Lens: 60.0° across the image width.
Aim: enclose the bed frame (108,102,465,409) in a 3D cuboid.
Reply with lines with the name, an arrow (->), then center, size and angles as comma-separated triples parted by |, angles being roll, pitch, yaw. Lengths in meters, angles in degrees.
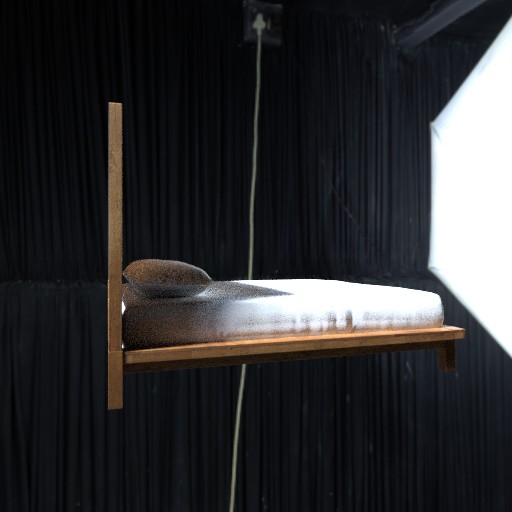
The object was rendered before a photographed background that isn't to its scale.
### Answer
bed frame -> 0.000, 0.000, 3.535 | 2.235, 1.537, 2.038 | 0, 0, -18
